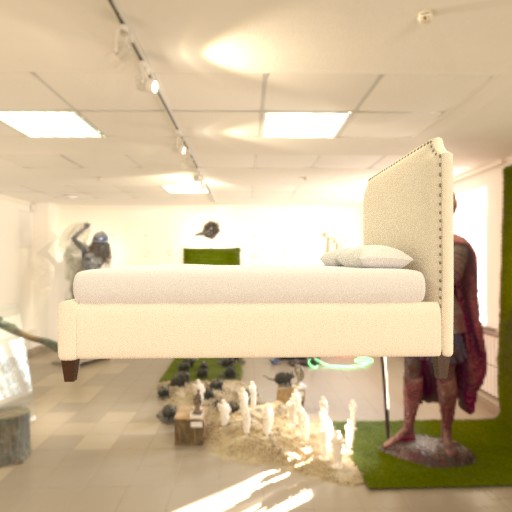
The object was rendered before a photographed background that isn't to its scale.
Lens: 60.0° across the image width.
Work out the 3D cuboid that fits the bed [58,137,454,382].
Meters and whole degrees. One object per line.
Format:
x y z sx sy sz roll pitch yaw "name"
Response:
0.000 0.000 3.456 2.372 1.497 1.712 0 0 -2 "bed"
